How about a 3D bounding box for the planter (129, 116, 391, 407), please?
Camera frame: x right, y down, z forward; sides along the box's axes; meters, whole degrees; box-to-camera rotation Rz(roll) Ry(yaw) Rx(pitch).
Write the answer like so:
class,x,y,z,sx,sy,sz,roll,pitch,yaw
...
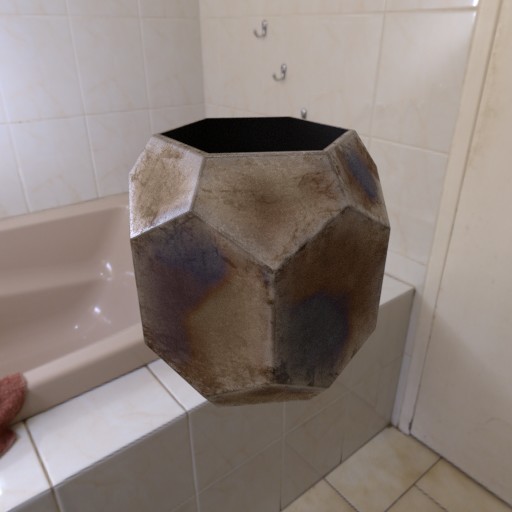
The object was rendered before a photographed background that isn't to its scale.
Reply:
class,x,y,z,sx,sy,sz,roll,pitch,yaw
planter,0.000,0.000,0.432,0.243,0.238,0.221,-18,32,-32
